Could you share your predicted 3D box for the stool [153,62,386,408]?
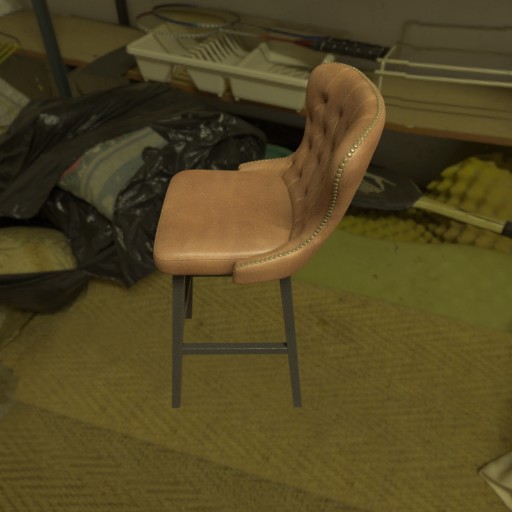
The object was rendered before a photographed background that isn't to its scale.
[{"bbox_3d":[0.000,0.000,1.392,0.601,1.050,0.528,0,42,0],"label":"stool"}]
